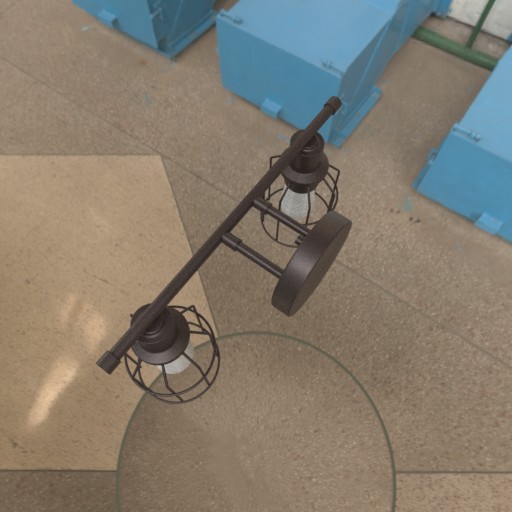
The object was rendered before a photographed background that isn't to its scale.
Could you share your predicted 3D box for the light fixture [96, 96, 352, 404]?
[{"bbox_3d":[0.000,0.000,0.535,0.165,0.254,0.406,34,69,15],"label":"light fixture"}]
